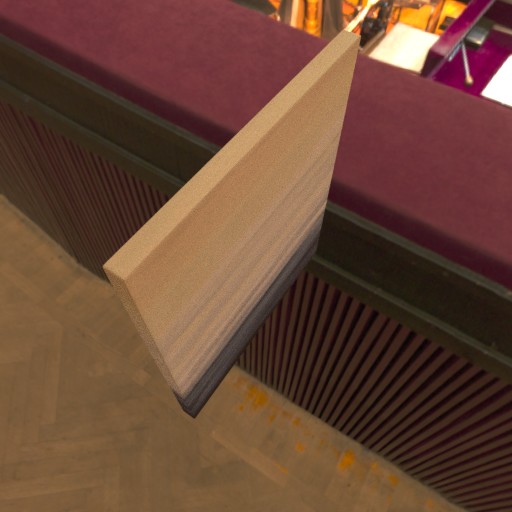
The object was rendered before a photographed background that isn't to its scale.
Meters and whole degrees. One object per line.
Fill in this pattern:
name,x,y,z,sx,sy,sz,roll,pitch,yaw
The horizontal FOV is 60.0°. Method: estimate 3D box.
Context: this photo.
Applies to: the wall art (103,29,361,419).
wall art,0.000,0.000,0.957,0.041,0.710,0.608,30,62,18
